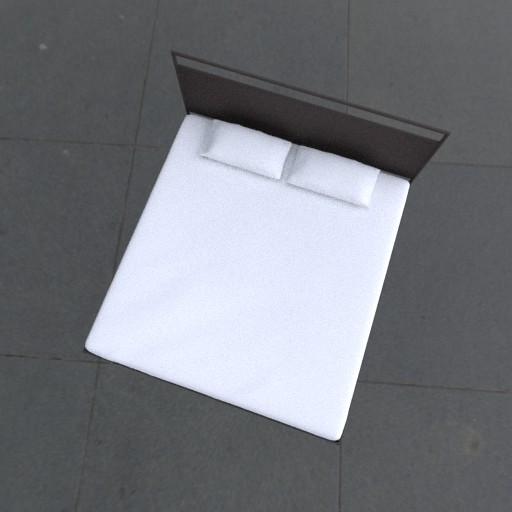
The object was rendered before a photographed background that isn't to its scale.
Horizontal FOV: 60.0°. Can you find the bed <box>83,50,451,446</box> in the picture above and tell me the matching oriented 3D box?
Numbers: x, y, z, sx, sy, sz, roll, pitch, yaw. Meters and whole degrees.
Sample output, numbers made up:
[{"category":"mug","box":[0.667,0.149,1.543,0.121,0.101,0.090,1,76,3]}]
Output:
[{"category":"bed","box":[0.000,0.000,3.309,1.993,1.173,2.151,18,75,5]}]
